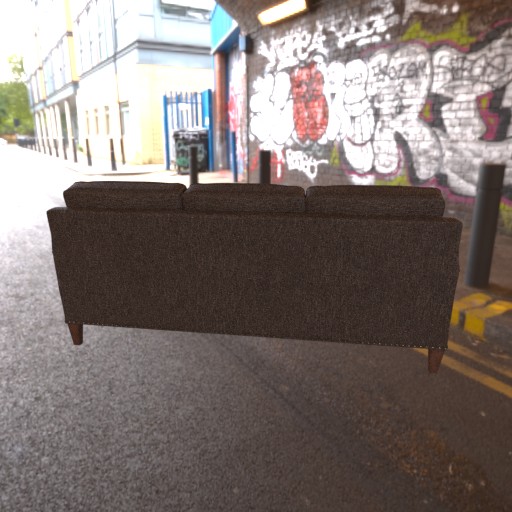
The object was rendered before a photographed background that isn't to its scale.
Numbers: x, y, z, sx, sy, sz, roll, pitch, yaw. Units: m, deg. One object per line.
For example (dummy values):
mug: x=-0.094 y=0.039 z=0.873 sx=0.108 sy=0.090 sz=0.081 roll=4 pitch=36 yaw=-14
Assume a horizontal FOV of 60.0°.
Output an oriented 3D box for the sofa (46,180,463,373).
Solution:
sofa: x=0.000 y=0.000 z=2.851 sx=2.246 sy=1.003 sz=1.084 roll=2 pitch=16 yaw=9
